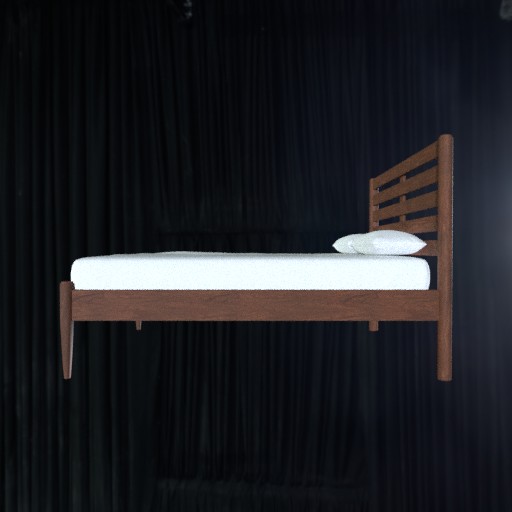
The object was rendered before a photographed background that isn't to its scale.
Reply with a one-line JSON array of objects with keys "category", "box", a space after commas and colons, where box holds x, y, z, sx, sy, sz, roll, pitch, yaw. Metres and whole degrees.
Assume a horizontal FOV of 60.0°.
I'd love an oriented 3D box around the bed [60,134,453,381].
[{"category": "bed", "box": [0.000, 0.000, 3.091, 2.093, 1.304, 1.509, 0, 1, 0]}]
